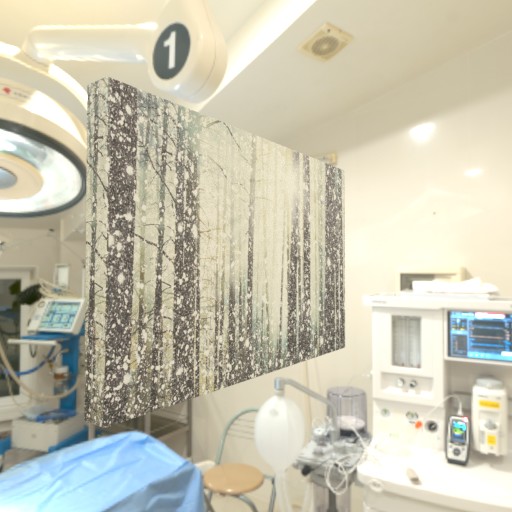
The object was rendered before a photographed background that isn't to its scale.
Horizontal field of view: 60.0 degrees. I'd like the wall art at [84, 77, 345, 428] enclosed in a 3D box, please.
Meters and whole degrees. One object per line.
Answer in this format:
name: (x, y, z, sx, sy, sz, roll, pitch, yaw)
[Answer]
wall art: (0.000, 0.000, 0.758, 0.042, 0.398, 0.618, -1, -2, 37)
